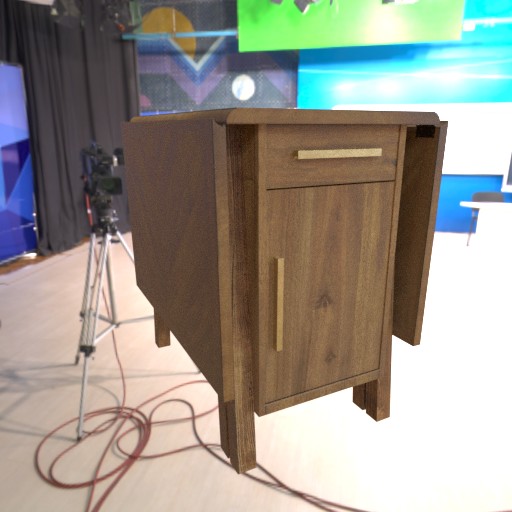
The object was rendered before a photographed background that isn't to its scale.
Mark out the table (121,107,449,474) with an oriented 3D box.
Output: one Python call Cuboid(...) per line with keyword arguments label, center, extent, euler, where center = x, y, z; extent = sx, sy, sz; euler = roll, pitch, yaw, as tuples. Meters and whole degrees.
Cuboid(label="table", center=(0.000, 0.000, 1.613), extent=(0.701, 0.981, 0.967), euler=(-8, 18, -26))
